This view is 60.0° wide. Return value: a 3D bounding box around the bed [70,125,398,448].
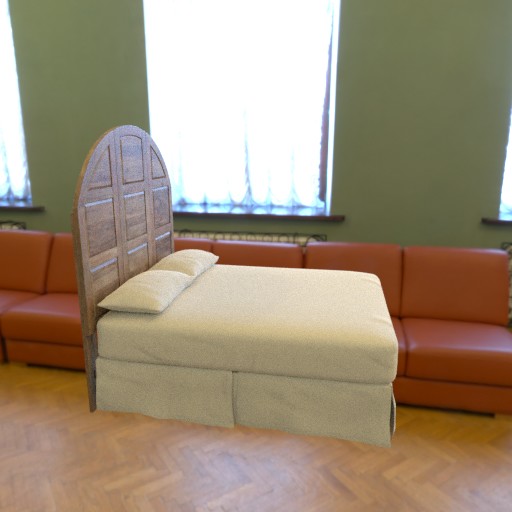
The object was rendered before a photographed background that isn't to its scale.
[{"bbox_3d":[0.000,0.000,3.506,2.112,2.002,1.713,3,14,10],"label":"bed"}]
